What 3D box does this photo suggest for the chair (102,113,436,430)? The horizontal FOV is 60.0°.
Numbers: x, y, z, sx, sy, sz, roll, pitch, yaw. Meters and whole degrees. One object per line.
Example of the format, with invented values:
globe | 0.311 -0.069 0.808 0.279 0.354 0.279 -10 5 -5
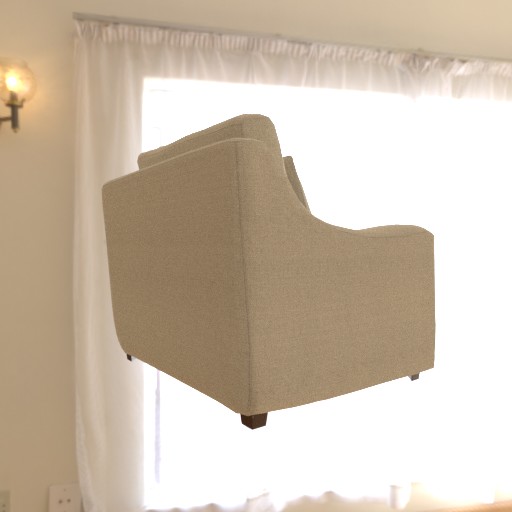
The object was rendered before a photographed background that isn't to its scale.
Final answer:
chair | 0.000 0.000 1.965 1.009 1.016 1.178 -1 2 -36
